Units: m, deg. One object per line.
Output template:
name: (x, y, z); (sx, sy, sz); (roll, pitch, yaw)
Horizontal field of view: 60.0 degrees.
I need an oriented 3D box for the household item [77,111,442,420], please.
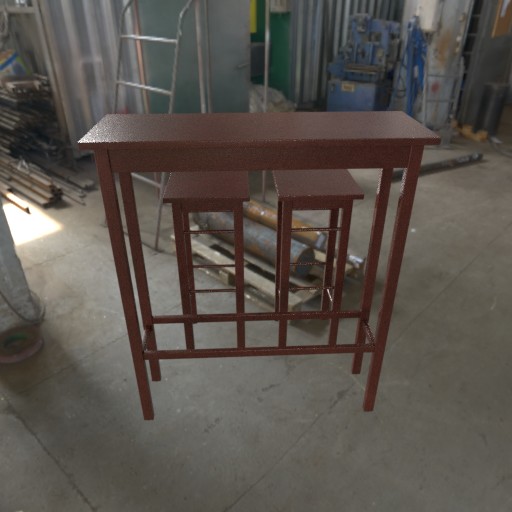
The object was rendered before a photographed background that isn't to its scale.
household item: (0.000, 0.000, 1.669); (0.914, 1.067, 0.676); (-1, 30, -2)
